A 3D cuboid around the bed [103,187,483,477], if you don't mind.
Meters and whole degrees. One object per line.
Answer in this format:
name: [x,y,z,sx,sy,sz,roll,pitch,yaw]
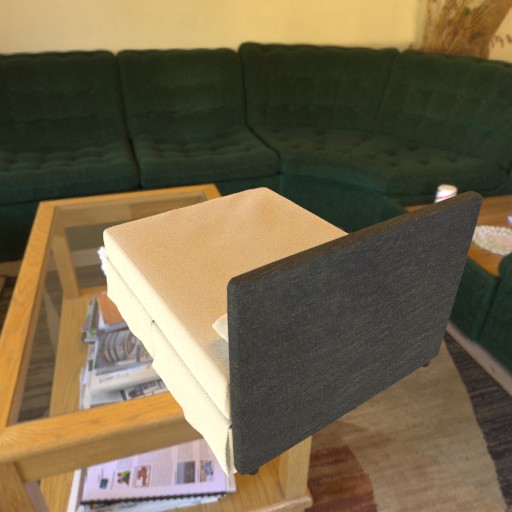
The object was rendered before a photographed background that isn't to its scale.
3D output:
bed: [0.000,0.000,3.175,1.723,1.330,2.142,-19,36,-28]
